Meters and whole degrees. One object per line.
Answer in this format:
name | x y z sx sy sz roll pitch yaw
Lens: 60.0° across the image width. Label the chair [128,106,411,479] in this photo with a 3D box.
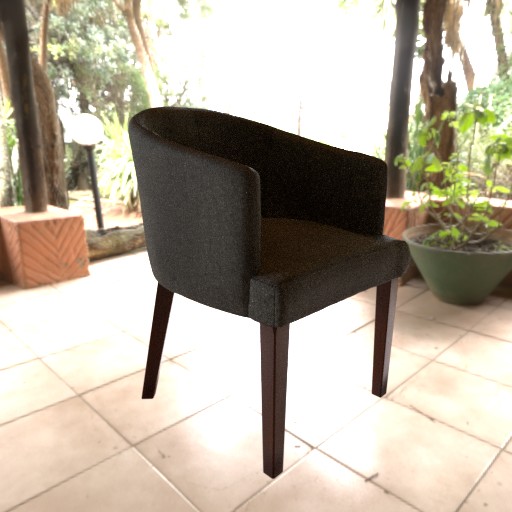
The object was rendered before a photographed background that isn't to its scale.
chair | 0.000 0.000 1.231 0.655 0.811 0.583 14 20 43
